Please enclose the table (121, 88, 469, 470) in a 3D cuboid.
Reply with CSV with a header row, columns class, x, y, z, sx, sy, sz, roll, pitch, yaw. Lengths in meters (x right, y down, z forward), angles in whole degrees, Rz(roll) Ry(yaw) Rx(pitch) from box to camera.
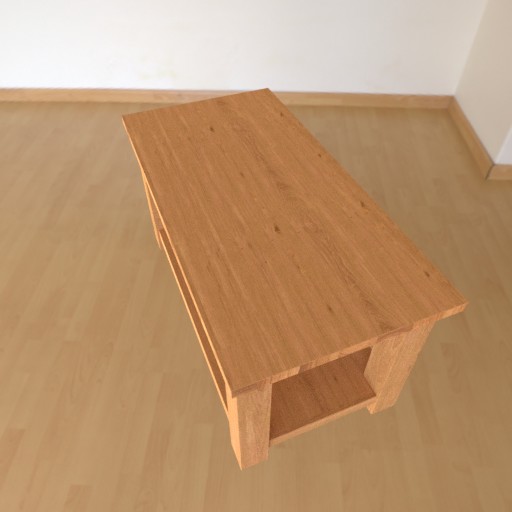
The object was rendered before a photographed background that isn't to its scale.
class,x,y,z,sx,sy,sz,roll,pitch,yaw
table,0.000,0.000,1.178,0.450,0.452,0.899,-16,48,-15
